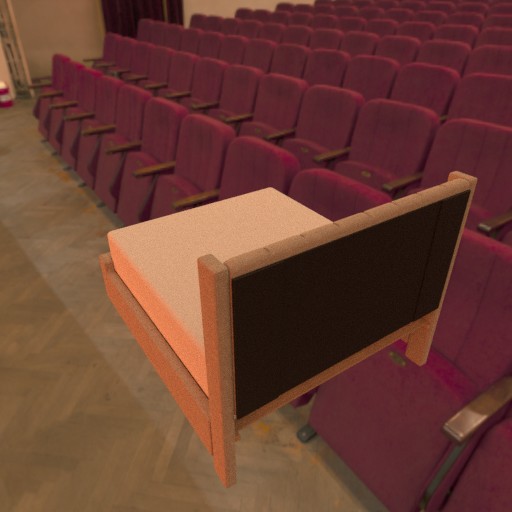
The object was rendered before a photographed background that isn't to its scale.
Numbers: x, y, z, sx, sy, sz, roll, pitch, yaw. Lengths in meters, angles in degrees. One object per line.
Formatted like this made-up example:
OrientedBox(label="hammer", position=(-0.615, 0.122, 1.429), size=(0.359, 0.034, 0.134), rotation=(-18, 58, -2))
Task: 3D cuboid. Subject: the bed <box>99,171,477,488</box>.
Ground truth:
OrientedBox(label="bed", position=(0.000, 0.000, 3.767), size=(2.045, 1.743, 2.370), rotation=(-20, 37, -28))
